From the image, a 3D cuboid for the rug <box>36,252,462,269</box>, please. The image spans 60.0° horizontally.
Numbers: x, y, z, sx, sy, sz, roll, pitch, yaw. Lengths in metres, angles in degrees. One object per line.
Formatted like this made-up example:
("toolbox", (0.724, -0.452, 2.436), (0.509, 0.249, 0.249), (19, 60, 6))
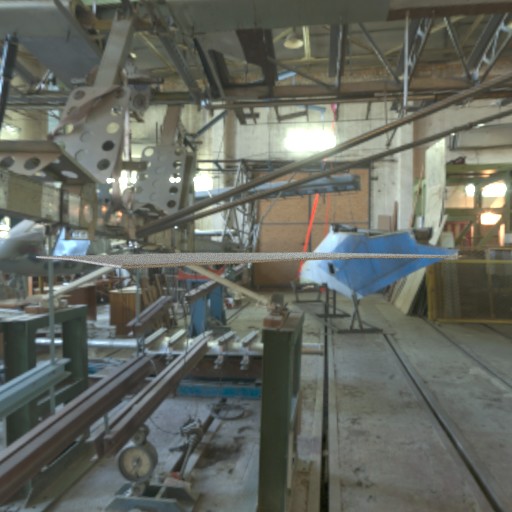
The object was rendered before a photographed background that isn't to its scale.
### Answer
("rug", (0.000, 0.000, 2.206), (1.792, 0.021, 1.154), (-1, 2, -36))
